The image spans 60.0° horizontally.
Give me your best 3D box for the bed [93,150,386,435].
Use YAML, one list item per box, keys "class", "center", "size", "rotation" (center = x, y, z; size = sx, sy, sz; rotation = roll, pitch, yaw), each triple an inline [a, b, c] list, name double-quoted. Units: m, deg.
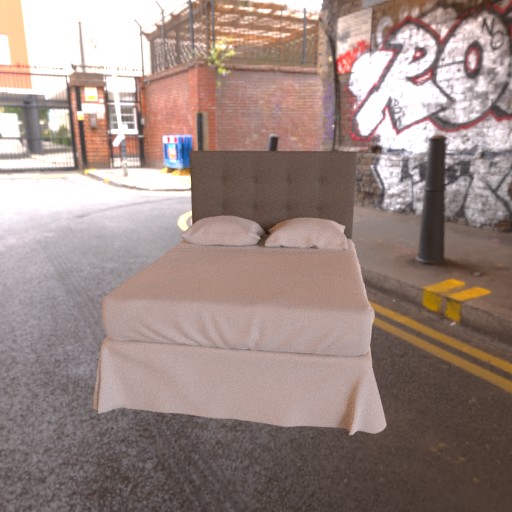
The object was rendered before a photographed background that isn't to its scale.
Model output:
- class: "bed"
  center: [0.000, 0.000, 3.539]
  size: [1.936, 1.577, 2.222]
  rotation: [2, 15, 8]
